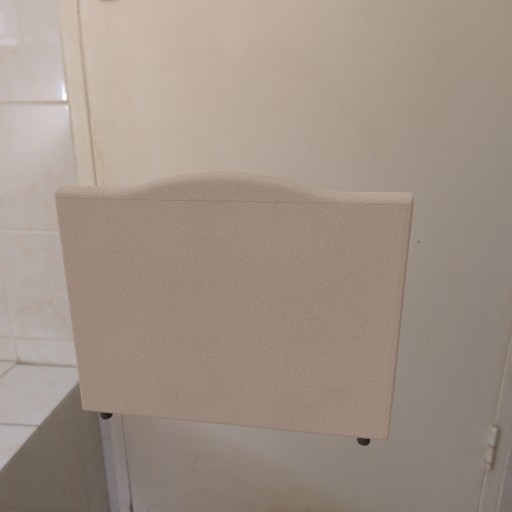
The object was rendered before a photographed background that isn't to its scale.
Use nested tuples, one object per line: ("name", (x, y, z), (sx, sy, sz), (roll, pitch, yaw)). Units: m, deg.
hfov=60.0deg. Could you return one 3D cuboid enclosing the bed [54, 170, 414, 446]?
("bed", (0.000, 0.000, 3.136), (1.678, 1.398, 2.052), (2, 17, 8))
